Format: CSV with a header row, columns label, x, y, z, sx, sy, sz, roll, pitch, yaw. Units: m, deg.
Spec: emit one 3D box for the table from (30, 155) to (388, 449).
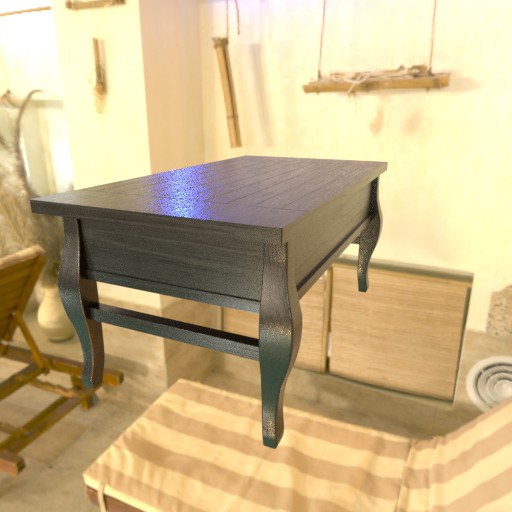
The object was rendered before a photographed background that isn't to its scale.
label,x,y,z,sx,sy,sz,roll,pitch,yaw
table,0.000,0.000,1.371,0.600,0.494,1.062,8,20,23
